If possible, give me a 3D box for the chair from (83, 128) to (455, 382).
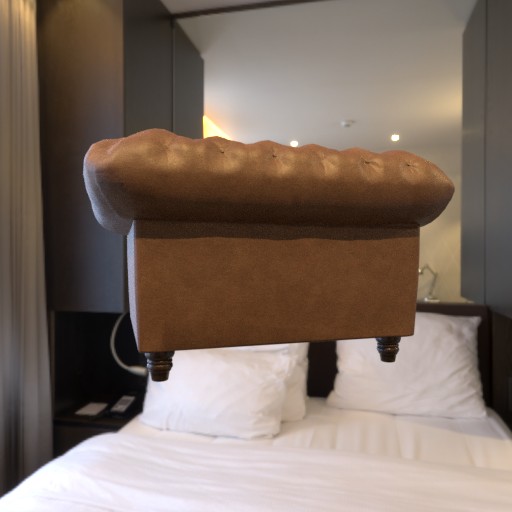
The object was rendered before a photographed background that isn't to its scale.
[{"bbox_3d":[0.000,0.000,1.815,1.298,0.784,0.954,0,0,-17],"label":"chair"}]
